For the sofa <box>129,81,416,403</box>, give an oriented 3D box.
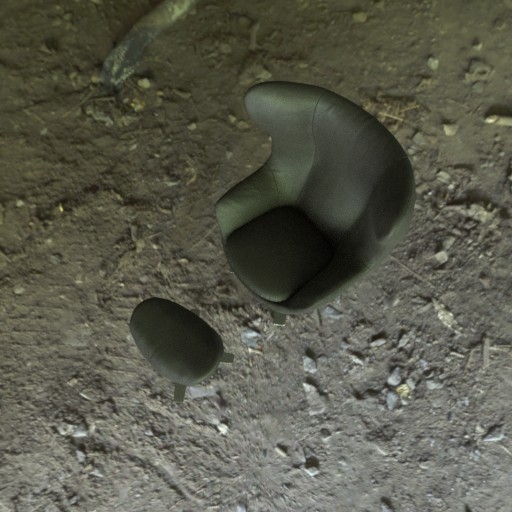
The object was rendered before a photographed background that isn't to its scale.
[{"bbox_3d":[0.000,0.000,2.142,1.444,1.135,0.894,-36,70,-15],"label":"sofa"}]
